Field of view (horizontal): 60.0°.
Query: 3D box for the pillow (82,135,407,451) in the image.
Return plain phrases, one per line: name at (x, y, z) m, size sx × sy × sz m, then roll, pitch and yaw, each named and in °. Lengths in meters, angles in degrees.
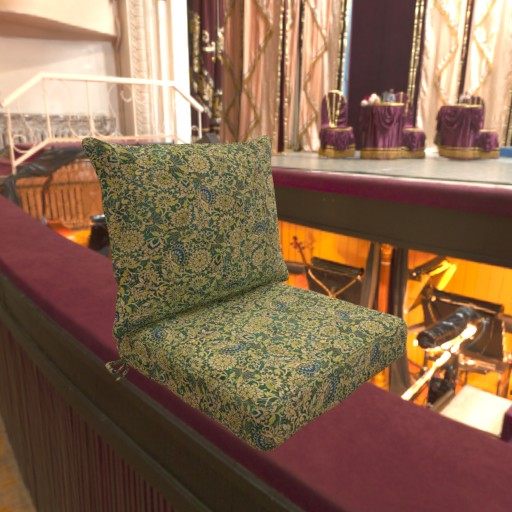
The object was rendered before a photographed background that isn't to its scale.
pillow at (0.000, 0.000, 1.375) m, size 0.740 × 0.722 × 0.798 m, roll 14°, pitch 21°, yaw 42°
